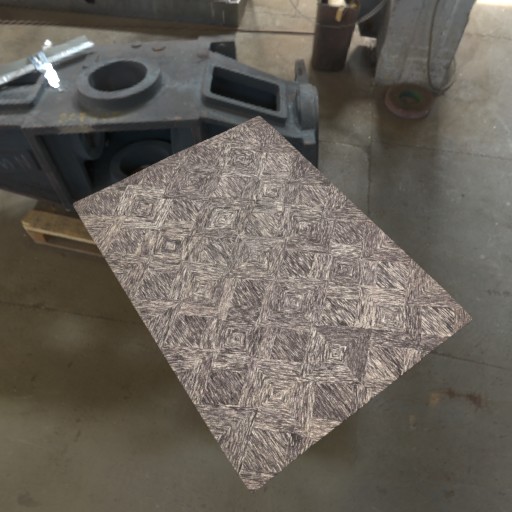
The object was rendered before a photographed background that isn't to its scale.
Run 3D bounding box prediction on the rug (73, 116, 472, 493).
[{"bbox_3d":[0.000,0.000,5.309,2.997,0.020,4.093,-31,62,-18],"label":"rug"}]
